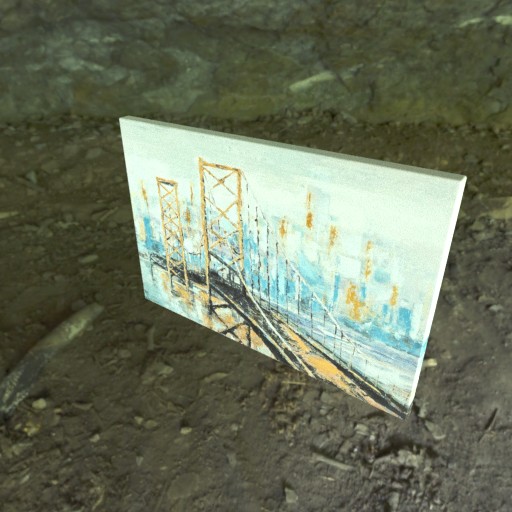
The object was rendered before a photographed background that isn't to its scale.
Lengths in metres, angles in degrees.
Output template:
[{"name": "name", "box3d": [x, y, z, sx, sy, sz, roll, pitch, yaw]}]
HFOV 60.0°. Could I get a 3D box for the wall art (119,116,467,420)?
[{"name": "wall art", "box3d": [0.000, 0.000, 1.170, 0.913, 0.609, 0.038, 19, 34, 30]}]
